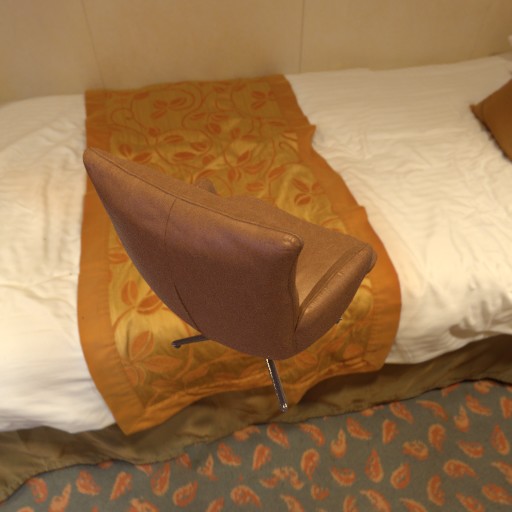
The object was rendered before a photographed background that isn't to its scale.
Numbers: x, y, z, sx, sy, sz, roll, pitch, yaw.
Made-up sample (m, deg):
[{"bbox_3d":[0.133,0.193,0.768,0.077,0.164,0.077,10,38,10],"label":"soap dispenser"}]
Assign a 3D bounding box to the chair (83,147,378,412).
[{"bbox_3d":[0.000,0.000,1.544,0.711,1.027,0.794,25,52,21],"label":"chair"}]
